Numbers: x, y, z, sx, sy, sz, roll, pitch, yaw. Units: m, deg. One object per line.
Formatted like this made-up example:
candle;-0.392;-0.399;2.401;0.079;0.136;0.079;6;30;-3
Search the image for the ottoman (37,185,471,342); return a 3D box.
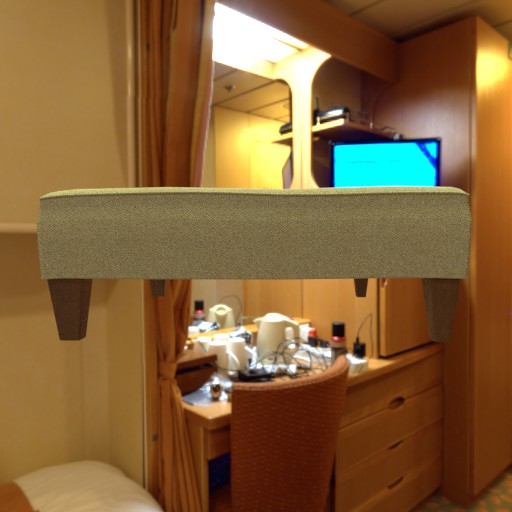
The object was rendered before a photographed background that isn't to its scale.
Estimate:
ottoman;0.000;0.000;1.495;1.004;0.379;0.968;0;2;1
